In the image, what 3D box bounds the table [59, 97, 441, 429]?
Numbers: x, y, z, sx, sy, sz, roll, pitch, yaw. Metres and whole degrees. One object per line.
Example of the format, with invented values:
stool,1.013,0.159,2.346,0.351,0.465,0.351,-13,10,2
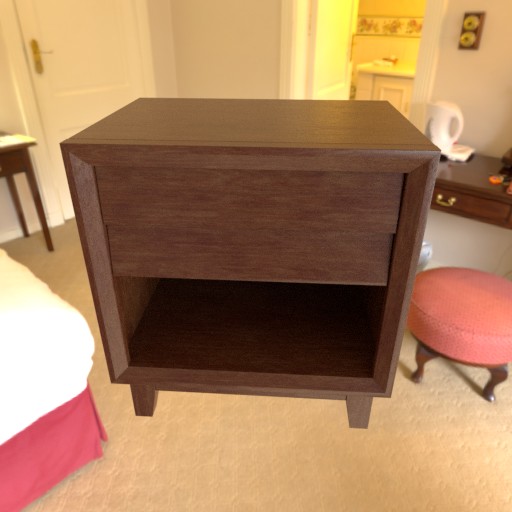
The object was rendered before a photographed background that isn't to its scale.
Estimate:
table,0.000,0.000,0.987,0.557,0.609,0.449,2,29,3
